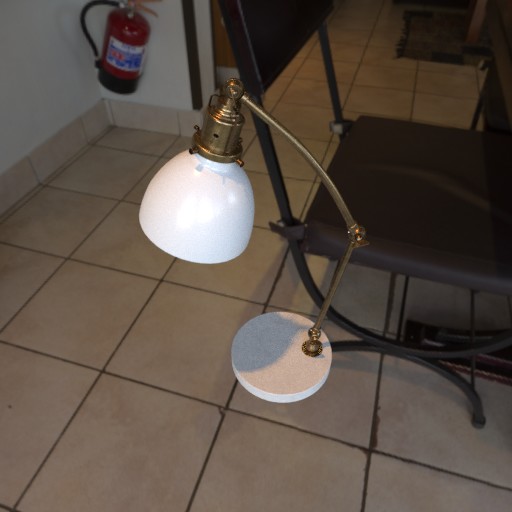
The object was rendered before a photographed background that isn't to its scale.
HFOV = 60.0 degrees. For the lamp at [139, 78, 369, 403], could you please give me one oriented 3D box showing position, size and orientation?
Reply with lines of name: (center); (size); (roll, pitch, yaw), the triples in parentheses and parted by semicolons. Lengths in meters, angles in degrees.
lamp: (0.000, 0.000, 0.662); (0.317, 0.522, 0.186); (-1, 42, -1)
